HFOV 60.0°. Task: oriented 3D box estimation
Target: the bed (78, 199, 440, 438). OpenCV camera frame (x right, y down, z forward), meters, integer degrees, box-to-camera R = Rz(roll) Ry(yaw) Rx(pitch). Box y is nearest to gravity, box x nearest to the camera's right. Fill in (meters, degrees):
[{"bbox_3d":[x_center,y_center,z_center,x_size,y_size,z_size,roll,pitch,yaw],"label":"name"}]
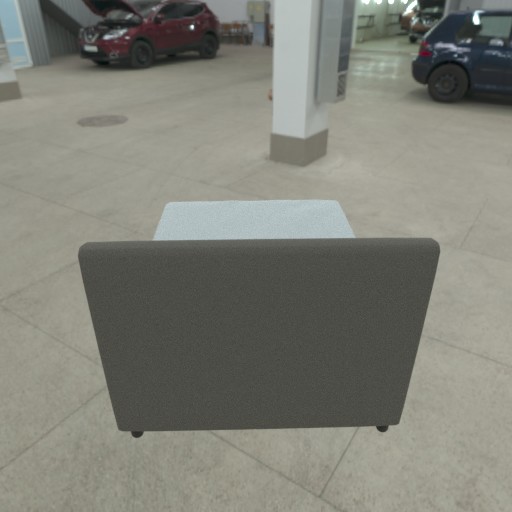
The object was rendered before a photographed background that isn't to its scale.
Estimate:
[{"bbox_3d":[0.000,0.000,3.251,1.748,1.330,2.142,-1,30,-1],"label":"bed"}]
